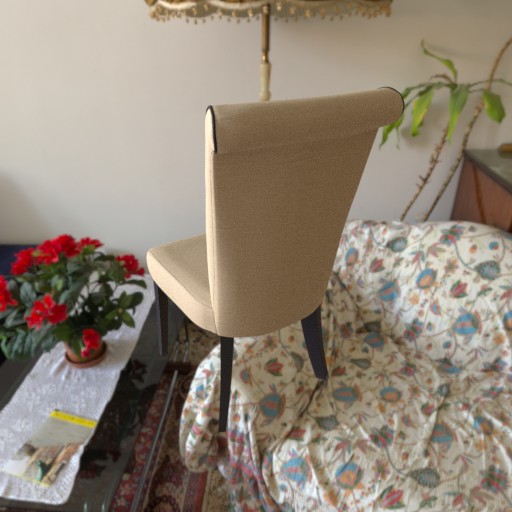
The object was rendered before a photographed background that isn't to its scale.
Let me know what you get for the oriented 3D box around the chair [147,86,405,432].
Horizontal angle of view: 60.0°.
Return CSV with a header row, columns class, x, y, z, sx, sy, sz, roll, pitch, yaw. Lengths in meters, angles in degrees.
class,x,y,z,sx,sy,sz,roll,pitch,yaw
chair,0.000,0.000,1.358,0.522,0.997,0.623,-17,33,-28
